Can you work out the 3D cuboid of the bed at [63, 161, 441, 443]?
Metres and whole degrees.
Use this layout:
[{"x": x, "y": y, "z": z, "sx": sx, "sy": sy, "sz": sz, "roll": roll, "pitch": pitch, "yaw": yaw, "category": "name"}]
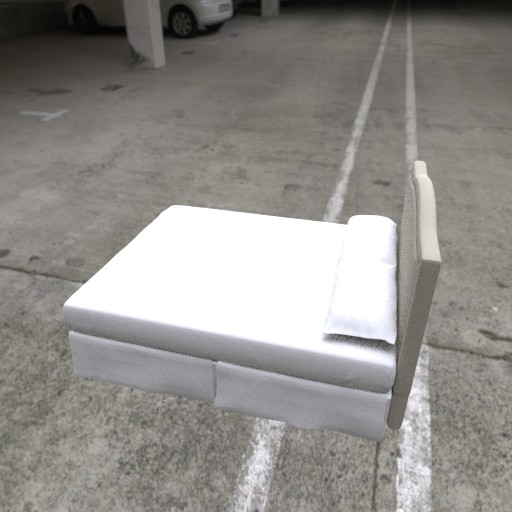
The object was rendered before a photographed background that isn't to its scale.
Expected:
[{"x": 0.000, "y": 0.000, "z": 3.599, "sx": 2.477, "sy": 1.437, "sz": 1.977, "roll": 8, "pitch": 31, "yaw": 13, "category": "bed"}]
